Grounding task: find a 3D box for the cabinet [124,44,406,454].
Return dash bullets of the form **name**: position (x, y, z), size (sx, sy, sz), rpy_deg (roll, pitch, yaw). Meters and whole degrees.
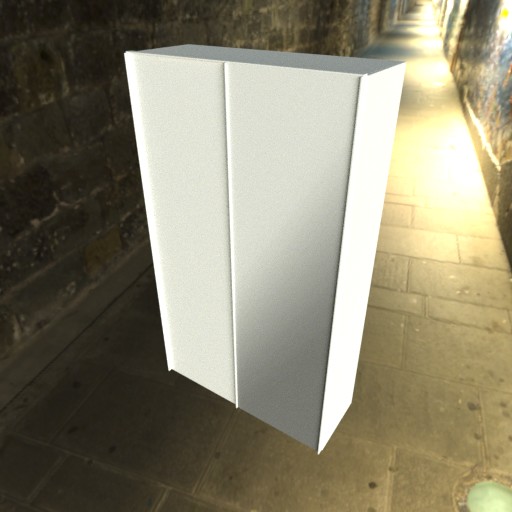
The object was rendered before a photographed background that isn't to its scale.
- **cabinet**: position (0.000, 0.000, 2.602), size (1.250, 2.160, 0.480), rpy_deg (19, 36, 29)
